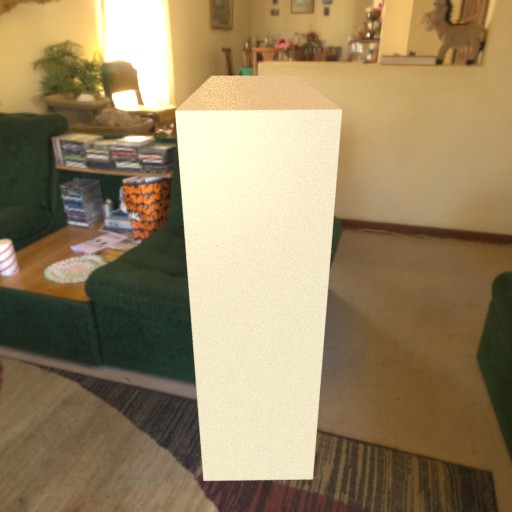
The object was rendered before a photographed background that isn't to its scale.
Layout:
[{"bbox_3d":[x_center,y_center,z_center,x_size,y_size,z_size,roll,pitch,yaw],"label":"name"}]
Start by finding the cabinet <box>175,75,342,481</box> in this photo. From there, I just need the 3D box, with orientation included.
[{"bbox_3d":[0.000,0.000,1.610,0.348,1.150,0.990,0,26,-1],"label":"cabinet"}]
